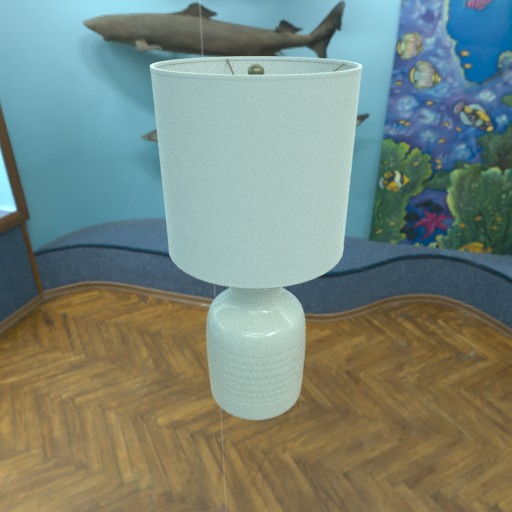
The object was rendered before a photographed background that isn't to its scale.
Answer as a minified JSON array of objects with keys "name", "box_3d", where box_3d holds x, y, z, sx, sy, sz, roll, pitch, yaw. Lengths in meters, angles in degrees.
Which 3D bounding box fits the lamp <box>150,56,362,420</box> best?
[{"name":"lamp","box_3d":[0.000,0.000,0.491,0.188,0.392,0.188,9,29,17]}]
